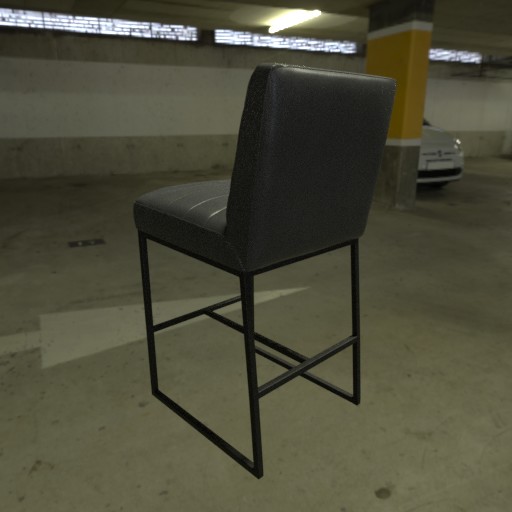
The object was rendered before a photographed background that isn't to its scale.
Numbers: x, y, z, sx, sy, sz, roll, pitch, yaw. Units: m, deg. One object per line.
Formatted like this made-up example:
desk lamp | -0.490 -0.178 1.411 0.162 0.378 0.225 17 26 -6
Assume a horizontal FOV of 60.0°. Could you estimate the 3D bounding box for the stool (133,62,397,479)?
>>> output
stool | 0.000 0.000 1.244 0.457 0.938 0.552 -16 23 -42
